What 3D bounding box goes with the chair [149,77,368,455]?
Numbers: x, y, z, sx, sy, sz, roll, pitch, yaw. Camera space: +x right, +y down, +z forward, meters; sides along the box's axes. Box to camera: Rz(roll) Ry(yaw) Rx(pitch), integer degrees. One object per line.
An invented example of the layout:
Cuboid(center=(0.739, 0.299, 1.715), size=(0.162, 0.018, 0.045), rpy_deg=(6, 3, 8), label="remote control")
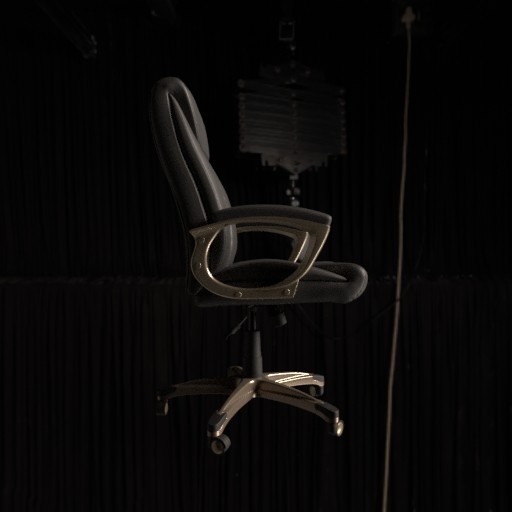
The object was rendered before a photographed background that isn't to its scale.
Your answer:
Cuboid(center=(0.000, 0.000, 1.661), size=(0.748, 1.188, 0.694), rpy_deg=(0, 0, 0), label="chair")
